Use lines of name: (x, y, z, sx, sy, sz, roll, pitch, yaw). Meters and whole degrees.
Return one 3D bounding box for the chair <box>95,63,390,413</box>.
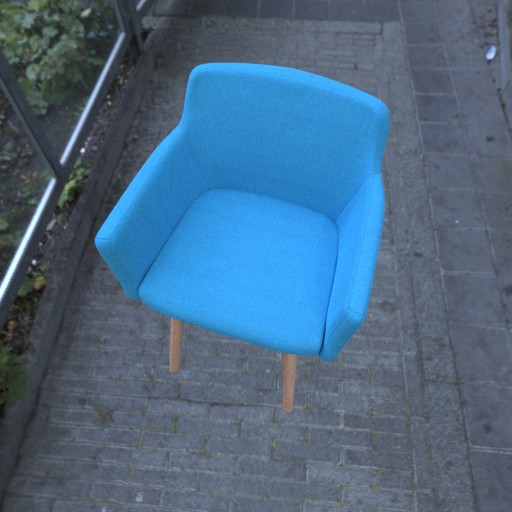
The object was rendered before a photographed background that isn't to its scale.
chair: (0.000, 0.000, 1.178, 0.570, 0.780, 0.540, 16, 59, 10)
